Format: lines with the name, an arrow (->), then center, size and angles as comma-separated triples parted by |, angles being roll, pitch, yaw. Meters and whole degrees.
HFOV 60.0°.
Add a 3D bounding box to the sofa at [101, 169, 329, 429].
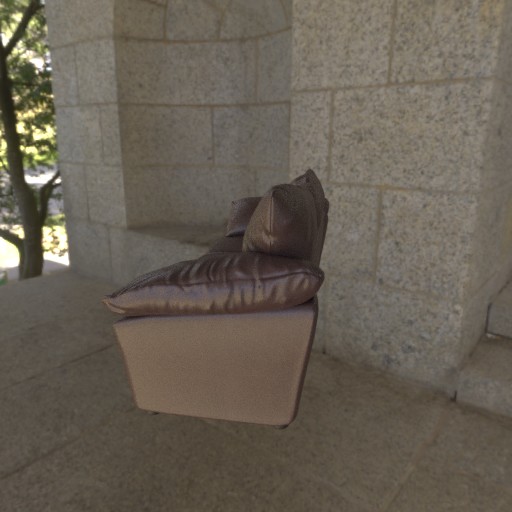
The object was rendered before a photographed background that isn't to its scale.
sofa -> 0.000, 0.000, 2.836 | 0.907, 1.091, 2.390 | 3, 15, 10
